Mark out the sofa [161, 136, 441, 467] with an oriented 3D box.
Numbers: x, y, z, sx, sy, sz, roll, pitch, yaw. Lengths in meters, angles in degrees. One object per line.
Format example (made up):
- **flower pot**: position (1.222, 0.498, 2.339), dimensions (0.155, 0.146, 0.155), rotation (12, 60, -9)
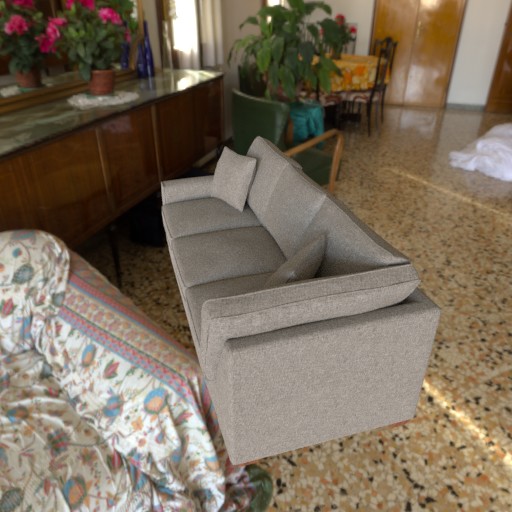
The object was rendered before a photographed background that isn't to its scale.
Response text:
- **sofa**: position (0.000, 0.000, 2.917), dimensions (1.061, 0.962, 2.317), rotation (-9, 31, -15)
